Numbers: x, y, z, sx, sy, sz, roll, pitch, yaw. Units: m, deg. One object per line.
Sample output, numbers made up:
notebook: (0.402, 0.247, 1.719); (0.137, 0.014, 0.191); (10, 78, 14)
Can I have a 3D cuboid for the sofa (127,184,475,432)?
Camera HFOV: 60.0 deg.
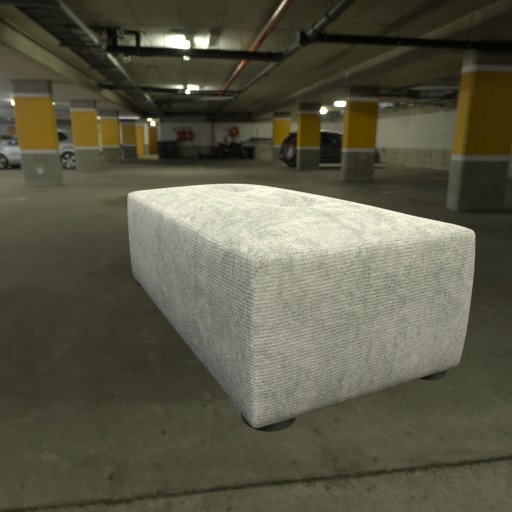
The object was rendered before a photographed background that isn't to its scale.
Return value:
sofa: (0.000, 0.000, 1.140); (0.480, 0.330, 0.930); (-7, 16, -26)
